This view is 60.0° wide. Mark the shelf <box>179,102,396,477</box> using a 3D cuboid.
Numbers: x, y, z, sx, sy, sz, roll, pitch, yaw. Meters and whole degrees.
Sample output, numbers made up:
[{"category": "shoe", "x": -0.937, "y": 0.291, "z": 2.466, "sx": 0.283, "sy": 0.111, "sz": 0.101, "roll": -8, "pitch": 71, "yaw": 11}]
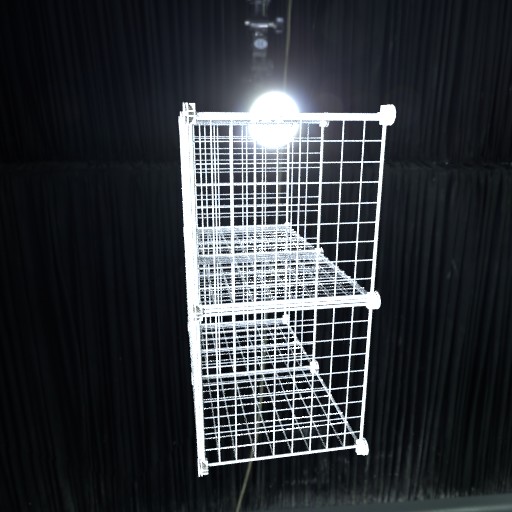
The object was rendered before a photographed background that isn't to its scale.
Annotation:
[{"category": "shelf", "x": 0.000, "y": 0.000, "z": 1.151, "sx": 0.356, "sy": 0.711, "sz": 0.711, "roll": -3, "pitch": 16, "yaw": -10}]
